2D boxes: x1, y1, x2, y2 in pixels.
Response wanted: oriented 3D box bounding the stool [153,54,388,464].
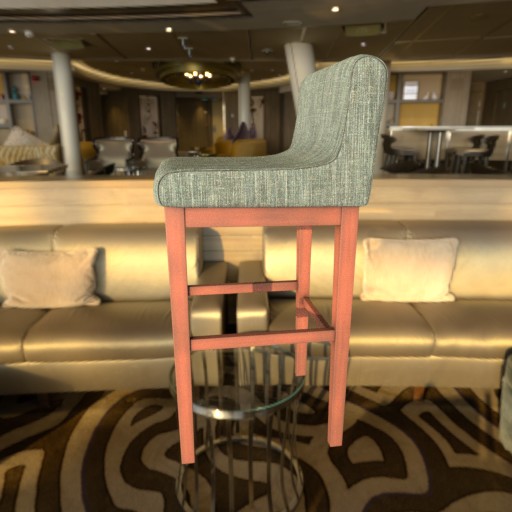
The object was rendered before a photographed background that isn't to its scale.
[{"bbox_3d":[0.000,0.000,1.198,0.499,0.965,0.426,-3,16,-9],"label":"stool"}]
